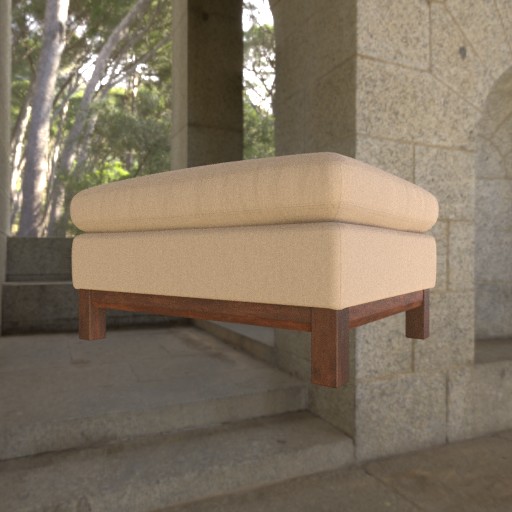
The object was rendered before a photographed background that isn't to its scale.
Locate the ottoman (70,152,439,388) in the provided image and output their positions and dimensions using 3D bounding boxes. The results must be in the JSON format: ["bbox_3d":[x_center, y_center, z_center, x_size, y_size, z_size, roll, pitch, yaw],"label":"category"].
[{"bbox_3d":[0.000,0.000,1.134,0.771,0.420,0.606,0,0,36],"label":"ottoman"}]
